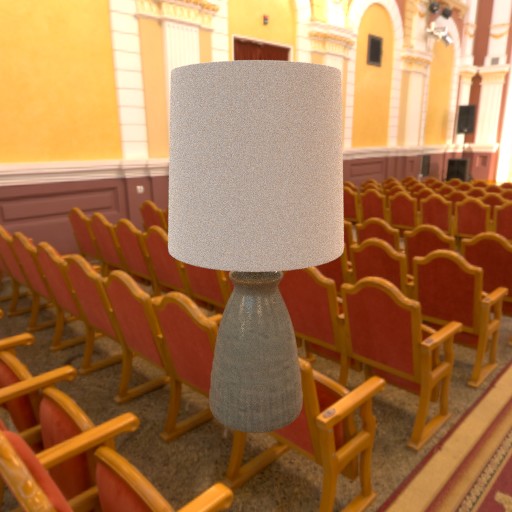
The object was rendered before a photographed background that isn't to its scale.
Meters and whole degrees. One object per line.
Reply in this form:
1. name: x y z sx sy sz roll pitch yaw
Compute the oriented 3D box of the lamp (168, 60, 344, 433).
1. lamp: 0.000 0.000 0.482 0.186 0.369 0.186 0 15 0
